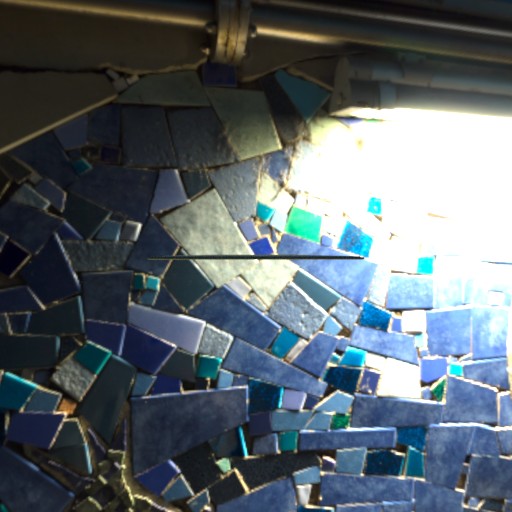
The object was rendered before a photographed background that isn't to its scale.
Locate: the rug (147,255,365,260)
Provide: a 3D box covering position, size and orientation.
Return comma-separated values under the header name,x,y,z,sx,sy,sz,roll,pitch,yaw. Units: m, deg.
name,x,y,z,sx,sy,sz,roll,pitch,yaw
rug,0.000,0.000,2.441,0.662,0.011,2.196,0,0,0
